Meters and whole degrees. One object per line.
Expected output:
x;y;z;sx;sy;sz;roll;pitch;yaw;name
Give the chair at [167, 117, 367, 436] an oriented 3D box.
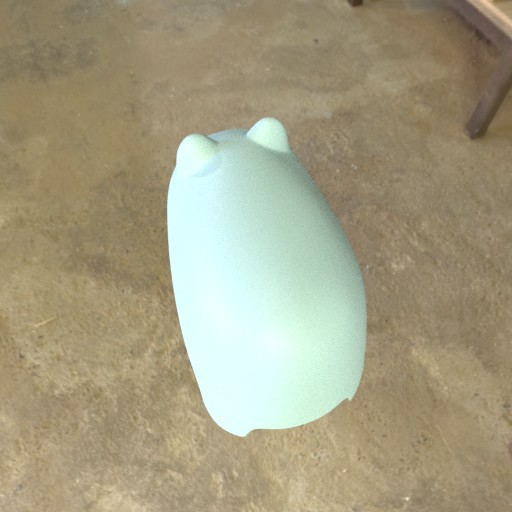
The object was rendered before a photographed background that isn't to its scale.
0.000;0.000;0.884;0.364;0.423;0.619;-15;60;-9;chair
